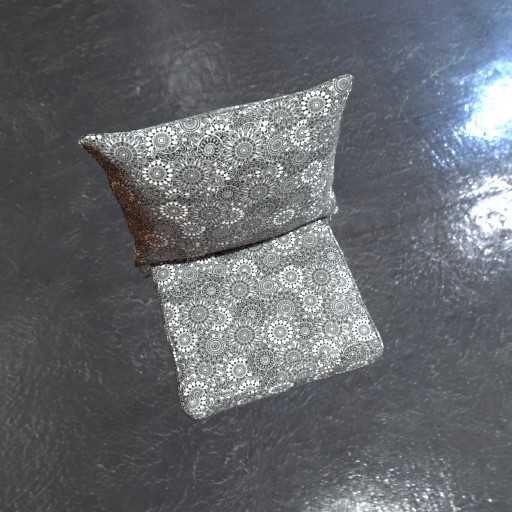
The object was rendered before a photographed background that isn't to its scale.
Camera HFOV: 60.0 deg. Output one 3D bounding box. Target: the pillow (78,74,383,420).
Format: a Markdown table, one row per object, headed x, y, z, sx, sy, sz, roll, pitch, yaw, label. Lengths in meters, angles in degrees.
| x | y | z | sx | sy | sz | roll | pitch | yaw | label |
| --- | --- | --- | --- | --- | --- | --- | --- | --- | --- |
| 0.000 | 0.000 | 1.371 | 0.798 | 0.722 | 0.740 | -15 | 64 | -8 | pillow |
